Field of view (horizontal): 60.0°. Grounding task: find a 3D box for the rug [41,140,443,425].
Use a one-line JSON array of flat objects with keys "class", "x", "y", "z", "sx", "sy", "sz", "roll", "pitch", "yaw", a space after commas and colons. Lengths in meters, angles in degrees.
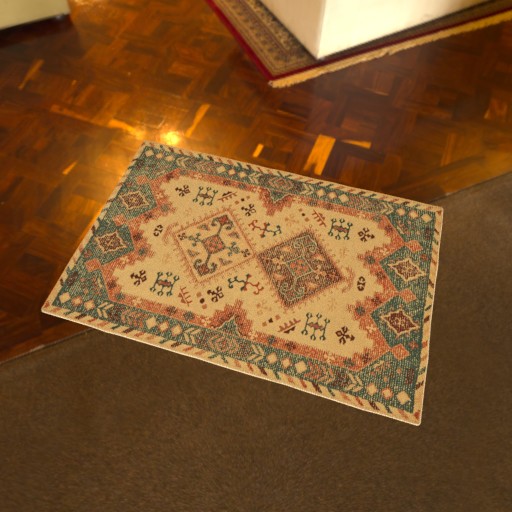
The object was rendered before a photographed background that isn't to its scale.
[{"class": "rug", "x": 0.000, "y": 0.000, "z": 2.329, "sx": 1.840, "sy": 0.015, "sz": 1.225, "roll": 15, "pitch": 60, "yaw": 9}]
